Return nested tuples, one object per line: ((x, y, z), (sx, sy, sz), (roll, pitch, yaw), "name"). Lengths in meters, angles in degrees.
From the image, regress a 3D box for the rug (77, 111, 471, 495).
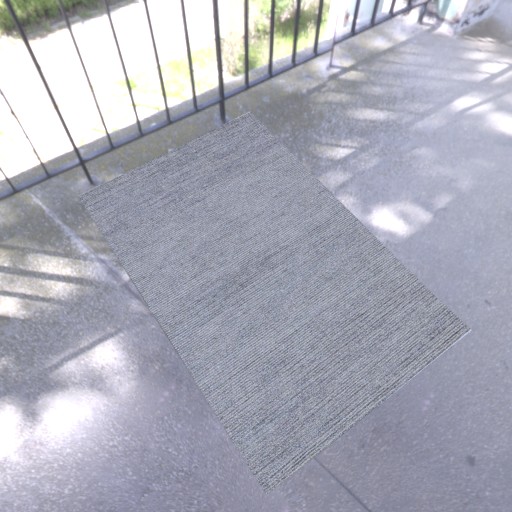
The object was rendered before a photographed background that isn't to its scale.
((0.000, 0.000, 2.228), (1.159, 0.021, 1.789), (-31, 64, -17), "rug")
